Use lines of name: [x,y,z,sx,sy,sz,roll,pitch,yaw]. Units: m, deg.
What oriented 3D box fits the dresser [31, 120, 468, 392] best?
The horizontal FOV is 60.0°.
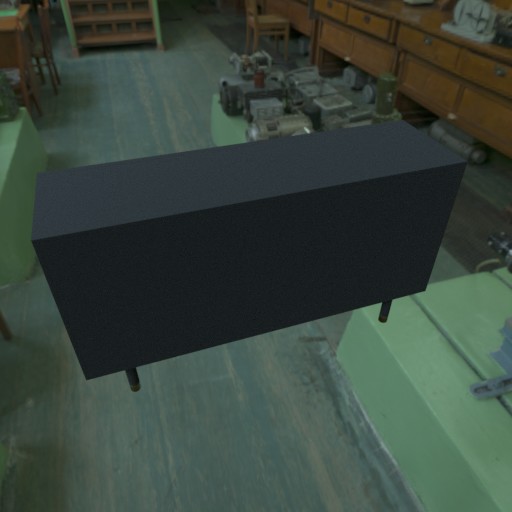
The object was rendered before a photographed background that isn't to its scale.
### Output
dresser: [0.000,0.000,1.943,1.558,0.872,0.463,-12,40,-15]
